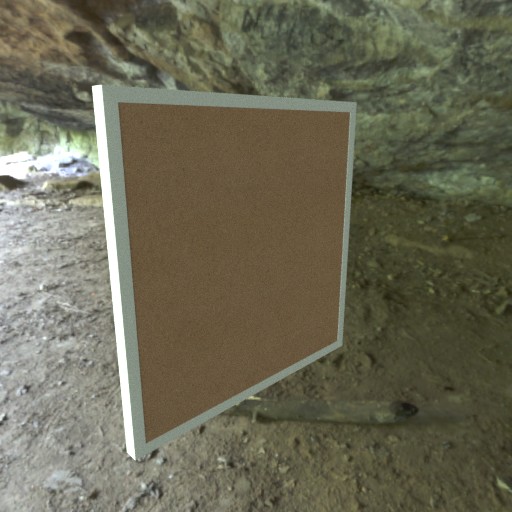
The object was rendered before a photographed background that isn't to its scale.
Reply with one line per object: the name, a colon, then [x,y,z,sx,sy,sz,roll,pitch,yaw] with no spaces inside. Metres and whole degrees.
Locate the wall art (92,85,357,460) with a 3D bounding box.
wall art: [0.000,0.000,1.119,0.760,0.760,0.036,-15,22,-42]
